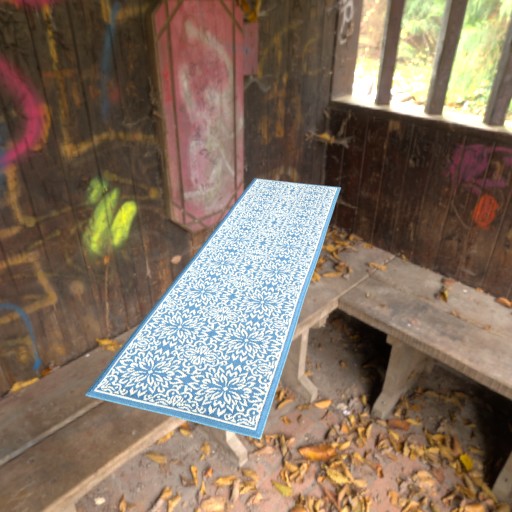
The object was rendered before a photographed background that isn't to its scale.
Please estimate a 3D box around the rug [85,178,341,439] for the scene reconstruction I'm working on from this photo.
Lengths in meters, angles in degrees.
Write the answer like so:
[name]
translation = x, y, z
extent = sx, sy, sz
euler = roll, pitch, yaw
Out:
[rug]
translation = 0.000, 0.000, 2.426
extent = 0.662, 0.011, 2.196
euler = 9, 32, 14
